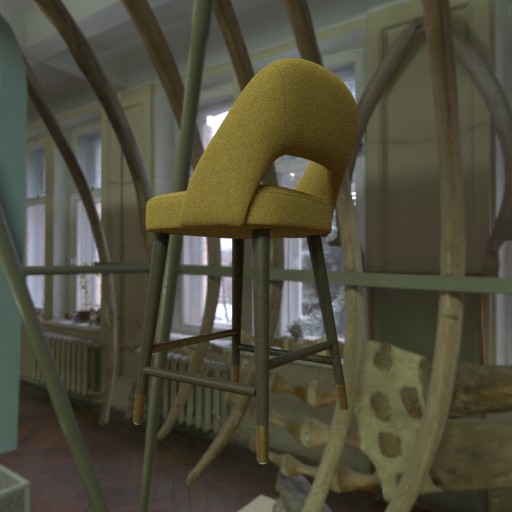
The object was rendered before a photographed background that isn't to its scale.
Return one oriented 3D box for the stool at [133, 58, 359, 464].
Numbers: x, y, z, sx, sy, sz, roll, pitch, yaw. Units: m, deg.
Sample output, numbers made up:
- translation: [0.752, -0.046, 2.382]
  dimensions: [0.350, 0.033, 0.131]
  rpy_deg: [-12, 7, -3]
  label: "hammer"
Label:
- translation: [0.000, 0.000, 1.278]
  dimensions: [0.522, 0.939, 0.536]
  rpy_deg: [-1, -1, 35]
  label: "stool"
